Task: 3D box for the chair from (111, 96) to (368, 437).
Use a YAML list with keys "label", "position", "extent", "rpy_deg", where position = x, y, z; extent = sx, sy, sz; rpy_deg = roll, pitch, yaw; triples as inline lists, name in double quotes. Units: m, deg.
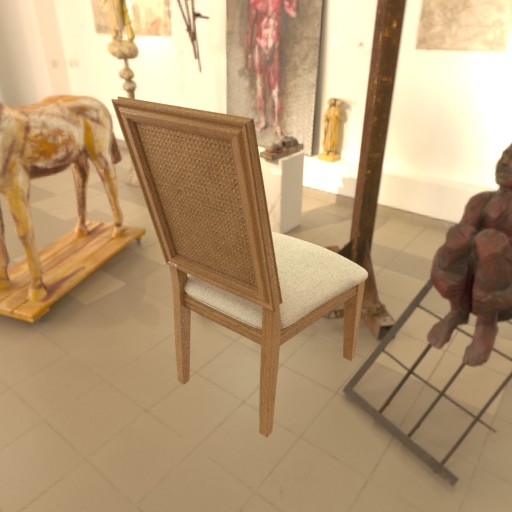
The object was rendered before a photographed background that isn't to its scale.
- label: "chair"
  position: [0.000, 0.000, 1.394]
  extent: [0.536, 0.988, 0.601]
  rpy_deg: [20, 35, 32]
